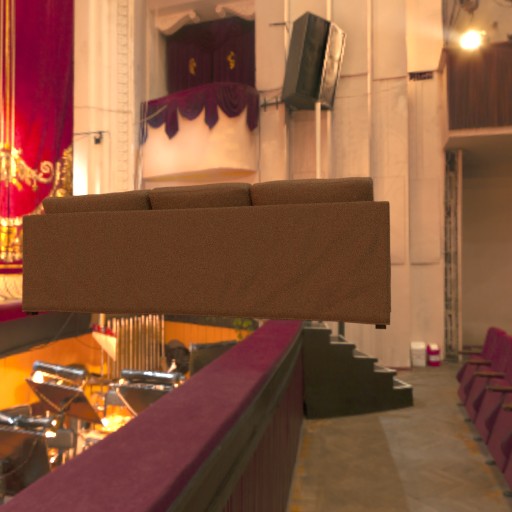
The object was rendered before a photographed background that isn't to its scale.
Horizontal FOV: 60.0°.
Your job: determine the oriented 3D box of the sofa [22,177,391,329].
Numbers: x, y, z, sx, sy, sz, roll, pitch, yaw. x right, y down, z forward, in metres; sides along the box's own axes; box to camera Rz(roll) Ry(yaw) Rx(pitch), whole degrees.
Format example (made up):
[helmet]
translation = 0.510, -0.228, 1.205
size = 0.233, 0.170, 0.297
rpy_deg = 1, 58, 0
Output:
[sofa]
translation = 0.000, 0.000, 4.196
size = 2.432, 0.871, 3.182
rpy_deg = 0, -1, 16
